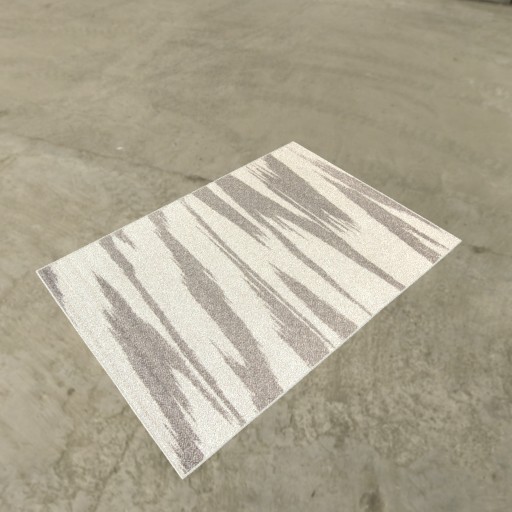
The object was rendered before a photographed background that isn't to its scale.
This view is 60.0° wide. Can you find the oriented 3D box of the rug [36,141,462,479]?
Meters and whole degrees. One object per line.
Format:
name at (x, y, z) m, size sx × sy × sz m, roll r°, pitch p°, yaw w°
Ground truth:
rug at (0.000, 0.000, 2.715) m, size 2.142 × 0.010 × 1.533 m, roll -32°, pitch 55°, yaw -27°
